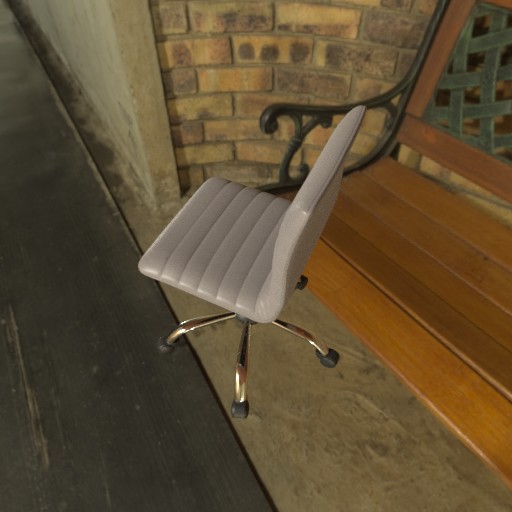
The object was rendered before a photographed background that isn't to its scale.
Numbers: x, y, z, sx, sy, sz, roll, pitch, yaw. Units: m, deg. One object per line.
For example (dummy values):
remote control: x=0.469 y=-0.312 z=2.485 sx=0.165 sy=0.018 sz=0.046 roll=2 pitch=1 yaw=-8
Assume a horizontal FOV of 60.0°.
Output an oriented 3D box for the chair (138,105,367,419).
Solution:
chair: x=0.000 y=0.000 z=1.163 sx=0.542 sy=0.750 sz=0.569 roll=17 pitch=49 yaw=16
